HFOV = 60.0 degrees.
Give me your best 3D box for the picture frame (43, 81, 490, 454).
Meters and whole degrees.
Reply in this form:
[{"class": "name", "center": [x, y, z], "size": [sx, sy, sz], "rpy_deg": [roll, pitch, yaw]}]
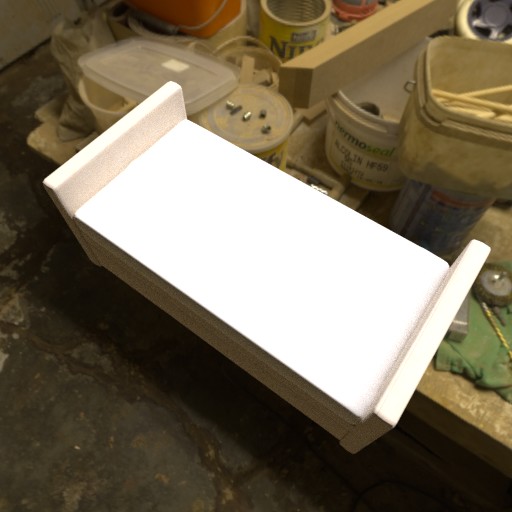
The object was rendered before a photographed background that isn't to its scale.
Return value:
[{"class": "picture frame", "center": [0.000, 0.000, 2.700], "size": [2.161, 0.891, 1.069], "rpy_deg": [32, 64, 18]}]
